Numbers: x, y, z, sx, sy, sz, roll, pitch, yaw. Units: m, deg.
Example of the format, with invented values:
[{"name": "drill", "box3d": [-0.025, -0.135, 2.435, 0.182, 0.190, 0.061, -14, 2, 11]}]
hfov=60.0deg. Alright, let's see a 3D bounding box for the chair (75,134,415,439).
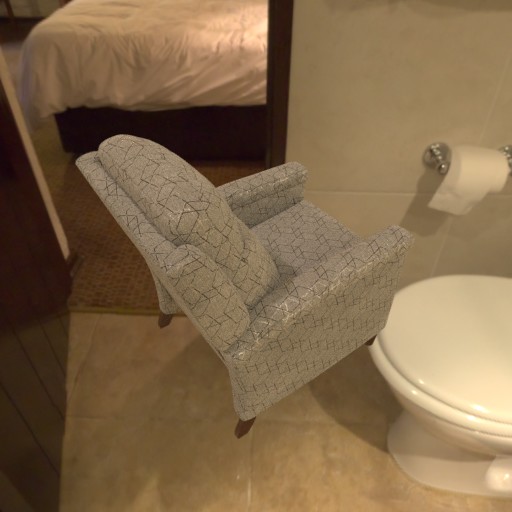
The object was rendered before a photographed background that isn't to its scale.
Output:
[{"name": "chair", "box3d": [0.000, 0.000, 1.733, 0.987, 1.048, 0.753, -25, 46, -26]}]
